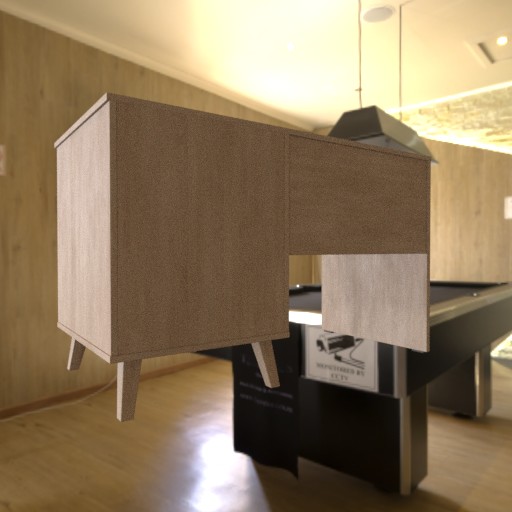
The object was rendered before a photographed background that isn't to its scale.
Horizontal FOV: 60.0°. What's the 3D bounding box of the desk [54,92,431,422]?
[{"bbox_3d":[0.000,0.000,1.622,1.251,0.770,0.600,-1,1,-35],"label":"desk"}]
